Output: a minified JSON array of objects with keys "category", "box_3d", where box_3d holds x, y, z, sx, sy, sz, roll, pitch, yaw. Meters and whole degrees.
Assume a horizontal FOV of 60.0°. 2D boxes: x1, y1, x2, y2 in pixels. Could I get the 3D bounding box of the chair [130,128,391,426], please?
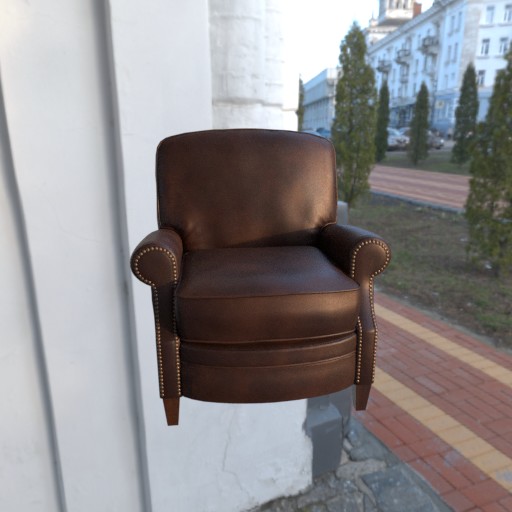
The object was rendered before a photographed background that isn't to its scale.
[{"category":"chair","box_3d":[0.000,0.000,1.838,0.936,1.018,0.986,-2,16,-7]}]
